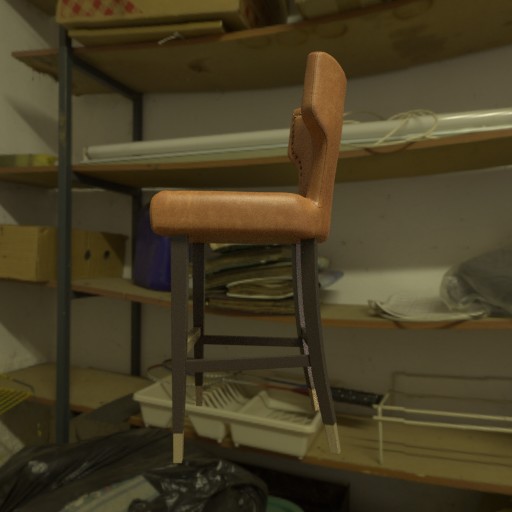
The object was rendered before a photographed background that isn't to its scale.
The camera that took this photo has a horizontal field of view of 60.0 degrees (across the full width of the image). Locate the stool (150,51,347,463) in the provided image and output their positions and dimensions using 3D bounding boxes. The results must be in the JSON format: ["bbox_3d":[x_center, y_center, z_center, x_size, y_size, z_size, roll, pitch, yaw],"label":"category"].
[{"bbox_3d":[0.000,0.000,1.408,0.563,1.092,0.526,0,-1,0],"label":"stool"}]
